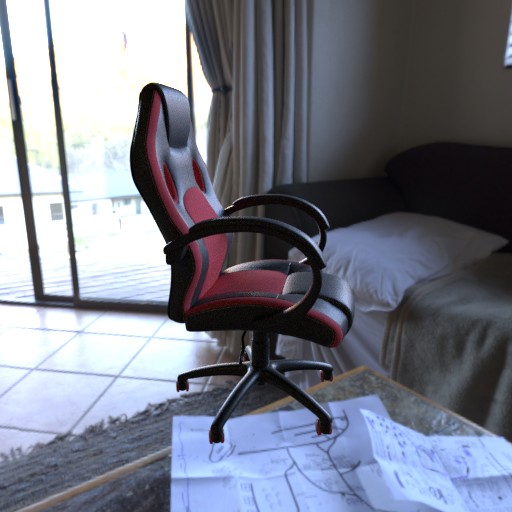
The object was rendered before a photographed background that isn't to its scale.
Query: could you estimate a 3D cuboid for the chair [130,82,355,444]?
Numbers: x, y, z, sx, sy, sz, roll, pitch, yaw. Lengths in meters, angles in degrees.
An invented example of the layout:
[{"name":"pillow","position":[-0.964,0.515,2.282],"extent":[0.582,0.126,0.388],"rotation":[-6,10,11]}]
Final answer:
[{"name":"chair","position":[0.000,0.000,1.626],"extent":[0.724,1.187,0.673],"rotation":[2,15,10]}]
